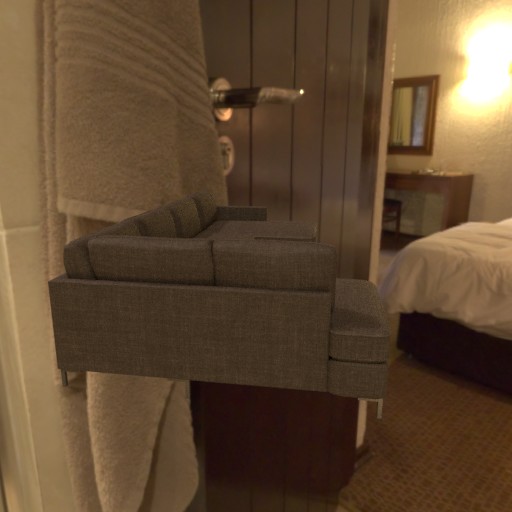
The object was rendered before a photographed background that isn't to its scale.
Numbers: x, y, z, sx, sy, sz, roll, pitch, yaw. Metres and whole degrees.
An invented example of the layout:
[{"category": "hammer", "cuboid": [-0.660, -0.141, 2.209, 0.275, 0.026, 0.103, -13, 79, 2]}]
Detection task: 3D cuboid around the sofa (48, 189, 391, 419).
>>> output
[{"category": "sofa", "cuboid": [0.000, 0.000, 4.198, 2.048, 0.999, 3.423, 2, 15, 9]}]
